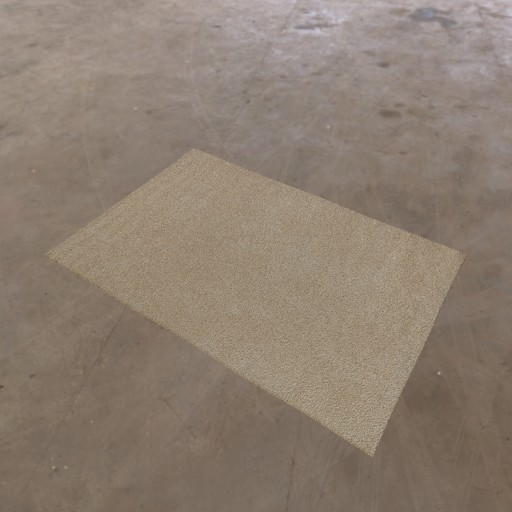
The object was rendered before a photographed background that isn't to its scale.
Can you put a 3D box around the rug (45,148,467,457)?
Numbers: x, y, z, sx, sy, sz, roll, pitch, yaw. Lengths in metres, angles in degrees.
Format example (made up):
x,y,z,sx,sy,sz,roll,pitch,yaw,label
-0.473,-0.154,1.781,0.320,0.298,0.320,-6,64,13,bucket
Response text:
x,y,z,sx,sy,sz,roll,pitch,yaw,label
0.000,0.000,3.407,2.699,0.025,1.800,25,51,23,rug
